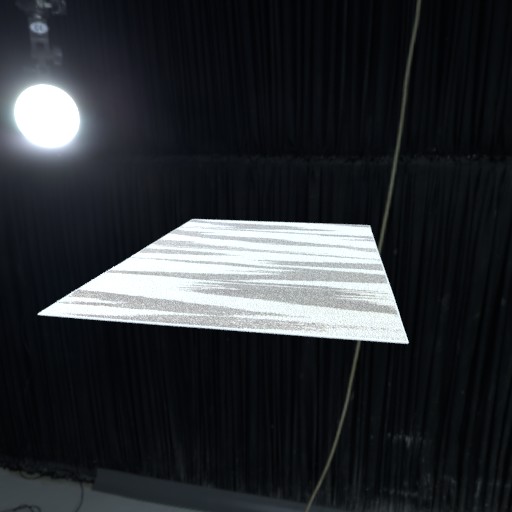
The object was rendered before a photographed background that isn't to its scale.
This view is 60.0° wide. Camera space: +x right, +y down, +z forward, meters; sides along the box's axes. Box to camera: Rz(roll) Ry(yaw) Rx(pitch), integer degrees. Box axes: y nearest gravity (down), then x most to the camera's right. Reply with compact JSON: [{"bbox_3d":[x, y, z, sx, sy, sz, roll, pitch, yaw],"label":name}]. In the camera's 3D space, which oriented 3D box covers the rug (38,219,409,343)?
[{"bbox_3d":[0.000,0.000,2.779,1.533,0.010,2.142,3,16,10],"label":"rug"}]
